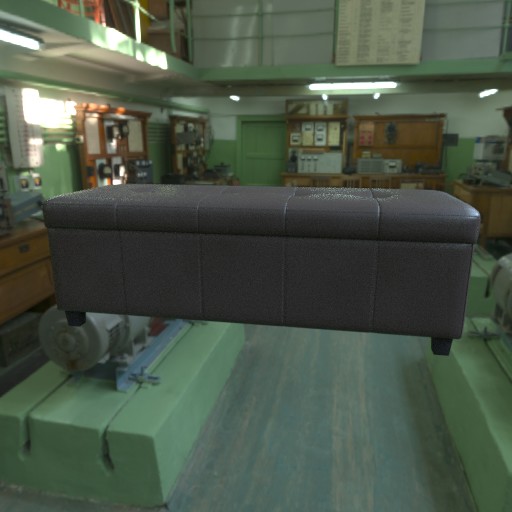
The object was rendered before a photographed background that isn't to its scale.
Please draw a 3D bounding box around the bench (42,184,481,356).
[{"bbox_3d":[0.000,0.000,1.441,1.219,0.417,0.450,3,15,10],"label":"bench"}]
